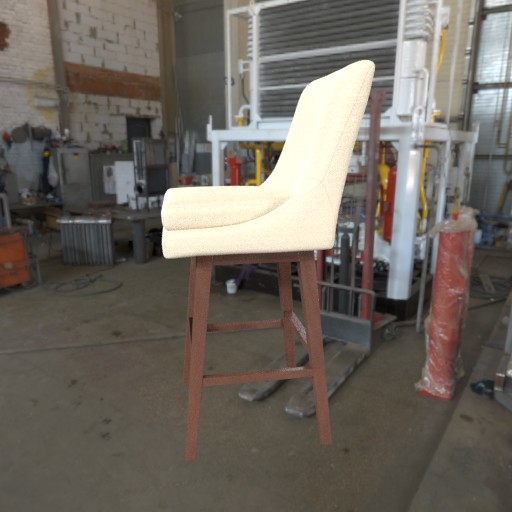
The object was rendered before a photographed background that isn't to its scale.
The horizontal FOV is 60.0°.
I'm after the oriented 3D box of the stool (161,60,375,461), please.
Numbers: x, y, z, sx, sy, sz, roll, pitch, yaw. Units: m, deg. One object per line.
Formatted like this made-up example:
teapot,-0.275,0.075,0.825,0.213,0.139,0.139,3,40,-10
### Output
stool,0.000,0.000,1.390,0.559,1.093,0.483,-2,14,-10
